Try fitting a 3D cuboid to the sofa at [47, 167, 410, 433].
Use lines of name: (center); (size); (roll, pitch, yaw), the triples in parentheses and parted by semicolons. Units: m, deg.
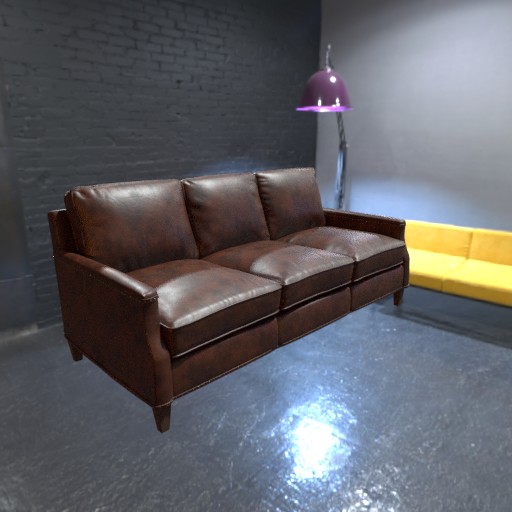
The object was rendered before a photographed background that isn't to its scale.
sofa: (0.000, 0.000, 2.872); (2.240, 1.003, 1.084); (-15, 21, -43)
